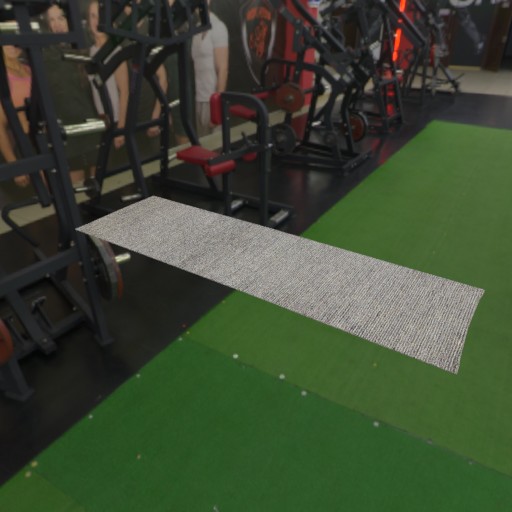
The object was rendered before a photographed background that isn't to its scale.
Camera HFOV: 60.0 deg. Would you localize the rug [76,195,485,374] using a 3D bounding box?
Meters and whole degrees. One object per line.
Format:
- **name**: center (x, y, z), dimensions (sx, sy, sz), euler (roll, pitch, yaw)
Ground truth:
- **rug**: center (0.000, 0.000, 2.538), dimensions (2.335, 0.013, 0.697), euler (18, 34, 29)
